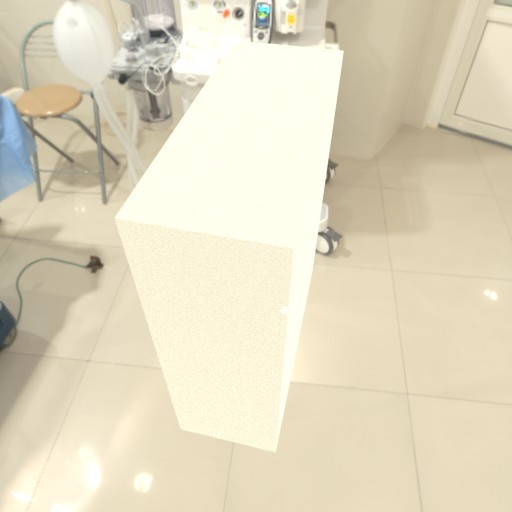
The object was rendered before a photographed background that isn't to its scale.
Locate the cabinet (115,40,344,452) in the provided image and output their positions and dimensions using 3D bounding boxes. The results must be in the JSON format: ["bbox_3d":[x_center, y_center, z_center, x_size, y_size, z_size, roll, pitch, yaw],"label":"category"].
[{"bbox_3d":[0.000,0.000,1.707,0.400,1.190,1.000,10,48,9],"label":"cabinet"}]
